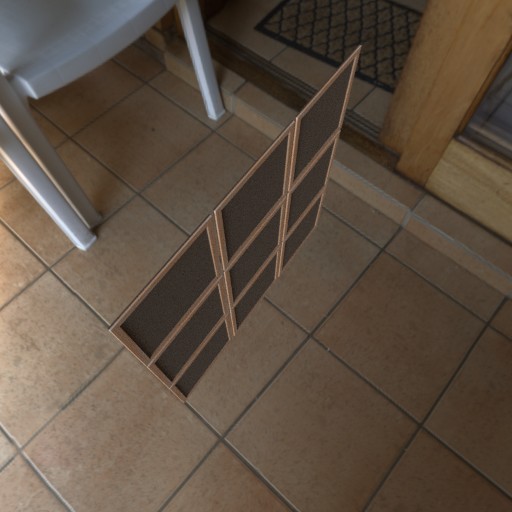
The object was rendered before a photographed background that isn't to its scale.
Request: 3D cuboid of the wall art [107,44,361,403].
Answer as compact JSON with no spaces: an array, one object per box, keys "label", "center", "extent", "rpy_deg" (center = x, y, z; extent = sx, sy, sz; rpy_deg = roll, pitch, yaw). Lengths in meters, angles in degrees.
[{"label":"wall art","center":[0.000,0.000,2.284],"extent":[0.013,1.525,1.520],"rpy_deg":[33,68,15]}]
